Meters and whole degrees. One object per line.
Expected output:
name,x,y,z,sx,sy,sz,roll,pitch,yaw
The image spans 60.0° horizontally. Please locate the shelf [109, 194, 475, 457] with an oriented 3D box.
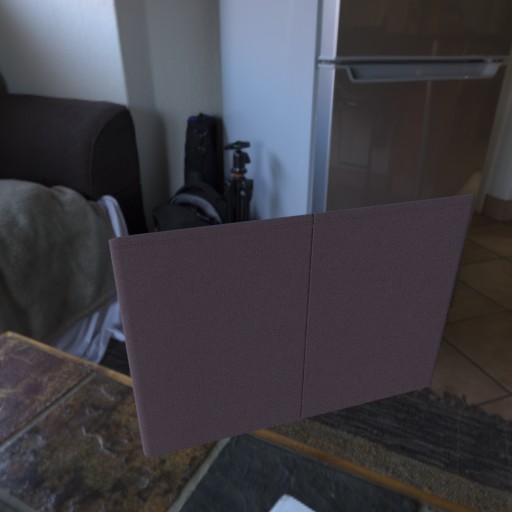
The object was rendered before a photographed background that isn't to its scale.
shelf,0.000,0.000,0.496,0.292,0.210,0.292,-8,28,-16
